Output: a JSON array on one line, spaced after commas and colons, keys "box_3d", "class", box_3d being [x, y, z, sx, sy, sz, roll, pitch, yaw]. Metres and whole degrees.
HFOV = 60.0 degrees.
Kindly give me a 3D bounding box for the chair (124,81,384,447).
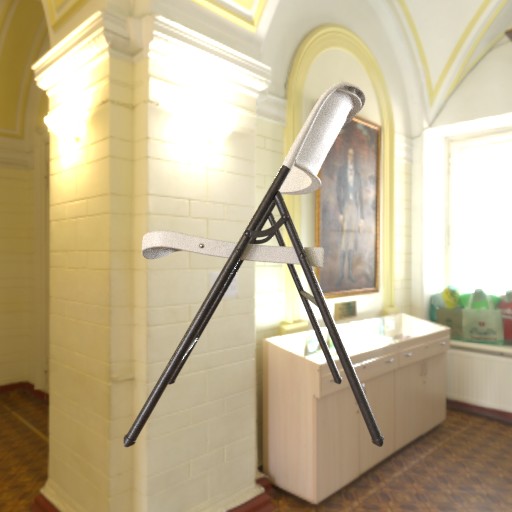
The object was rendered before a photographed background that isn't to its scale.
[{"box_3d": [0.000, 0.000, 1.182, 0.566, 0.810, 0.494, 0, 0, 0], "class": "chair"}]
